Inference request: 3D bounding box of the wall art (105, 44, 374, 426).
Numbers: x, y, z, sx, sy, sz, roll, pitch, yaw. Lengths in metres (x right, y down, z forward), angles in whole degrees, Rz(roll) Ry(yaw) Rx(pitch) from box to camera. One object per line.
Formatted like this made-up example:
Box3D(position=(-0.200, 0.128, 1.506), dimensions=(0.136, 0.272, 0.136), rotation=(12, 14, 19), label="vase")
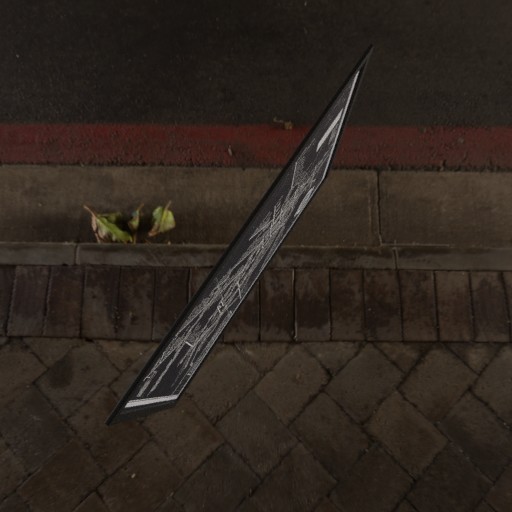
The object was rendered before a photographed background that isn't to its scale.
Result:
Box3D(position=(0.000, 0.000, 1.490), dimensions=(0.013, 0.811, 1.192), rotation=(32, 76, 9), label="wall art")
